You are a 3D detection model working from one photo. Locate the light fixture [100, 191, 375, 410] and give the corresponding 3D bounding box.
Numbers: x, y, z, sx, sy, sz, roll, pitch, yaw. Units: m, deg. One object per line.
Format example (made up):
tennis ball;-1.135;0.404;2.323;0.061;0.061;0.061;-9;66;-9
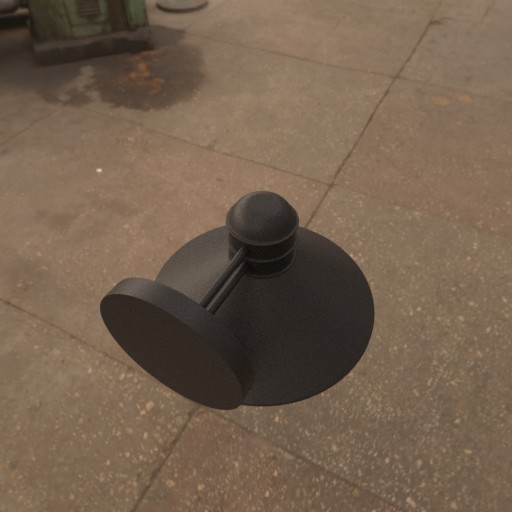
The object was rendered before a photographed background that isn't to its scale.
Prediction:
light fixture;0.000;0.000;0.682;0.396;0.265;0.434;22;51;19
